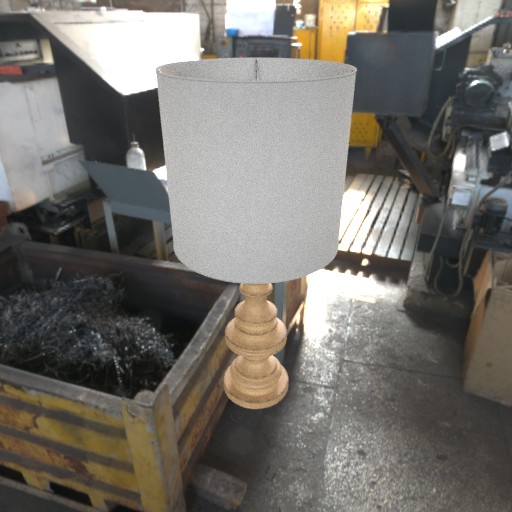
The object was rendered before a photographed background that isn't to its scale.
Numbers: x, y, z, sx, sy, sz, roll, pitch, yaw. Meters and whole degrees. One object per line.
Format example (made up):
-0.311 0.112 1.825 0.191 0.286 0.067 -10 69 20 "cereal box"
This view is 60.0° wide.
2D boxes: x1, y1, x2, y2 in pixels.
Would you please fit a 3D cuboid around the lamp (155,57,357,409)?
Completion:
0.000 0.000 0.577 0.208 0.455 0.208 -10 31 -18 "lamp"
